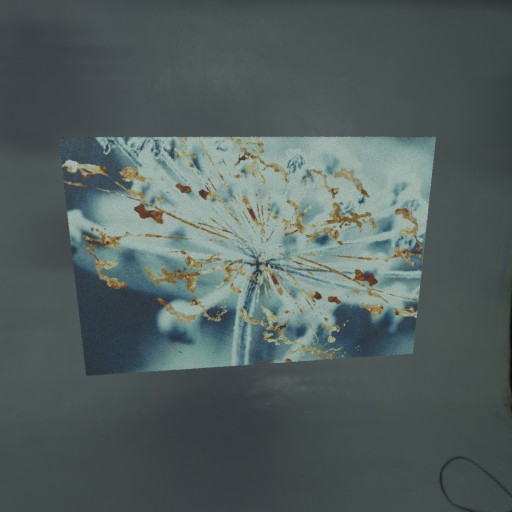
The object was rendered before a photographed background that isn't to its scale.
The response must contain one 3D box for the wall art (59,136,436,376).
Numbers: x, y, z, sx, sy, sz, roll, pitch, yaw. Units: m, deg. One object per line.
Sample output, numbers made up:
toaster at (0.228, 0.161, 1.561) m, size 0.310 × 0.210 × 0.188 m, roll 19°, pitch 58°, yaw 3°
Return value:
wall art at (0.000, 0.000, 0.781) m, size 0.607 × 0.405 × 0.036 m, roll -2°, pitch 16°, yaw -7°
